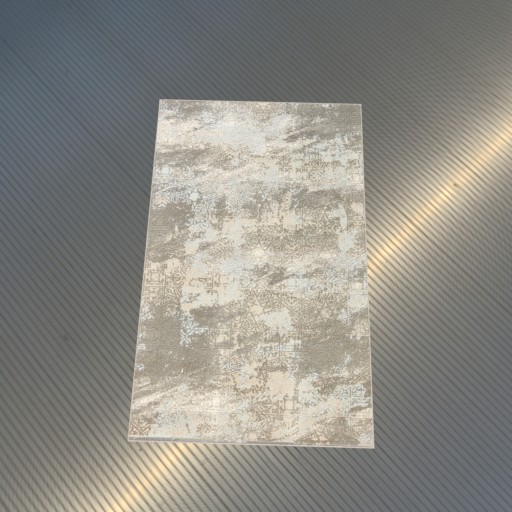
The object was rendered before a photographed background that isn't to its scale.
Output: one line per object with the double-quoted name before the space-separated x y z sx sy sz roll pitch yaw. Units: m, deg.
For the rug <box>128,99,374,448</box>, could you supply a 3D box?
"rug" 0.000 0.000 3.066 1.536 0.012 2.431 1 75 0
